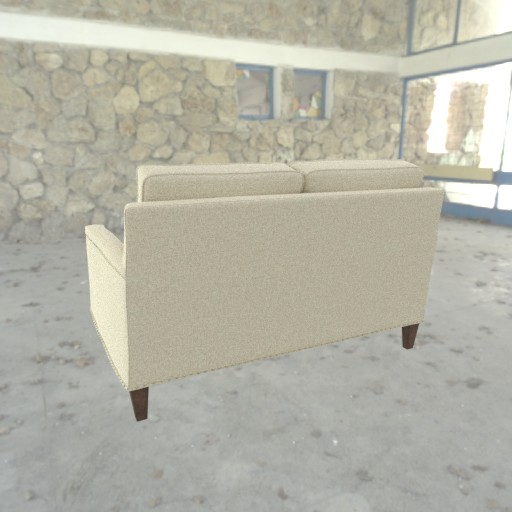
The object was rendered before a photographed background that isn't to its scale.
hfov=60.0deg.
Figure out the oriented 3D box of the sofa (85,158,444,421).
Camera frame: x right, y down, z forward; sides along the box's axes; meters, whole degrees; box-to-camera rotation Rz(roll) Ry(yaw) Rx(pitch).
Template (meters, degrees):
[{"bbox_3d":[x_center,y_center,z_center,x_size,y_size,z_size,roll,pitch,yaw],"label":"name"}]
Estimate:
[{"bbox_3d":[0.000,0.000,2.330,1.597,1.003,1.084,-7,15,-26],"label":"sofa"}]
